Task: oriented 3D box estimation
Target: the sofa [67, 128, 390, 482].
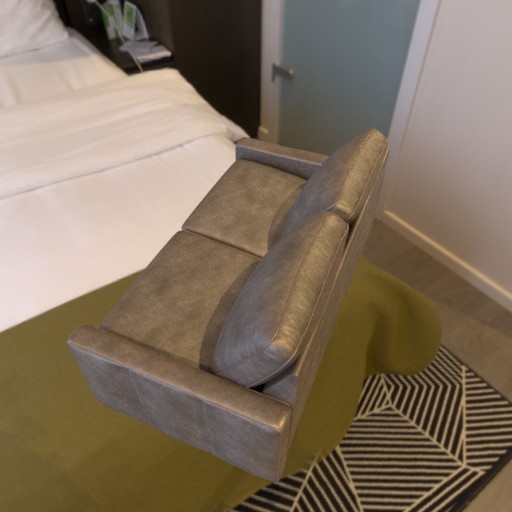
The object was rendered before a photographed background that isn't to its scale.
[{"bbox_3d":[0.000,0.000,2.265,0.939,0.916,1.732,17,48,16],"label":"sofa"}]
